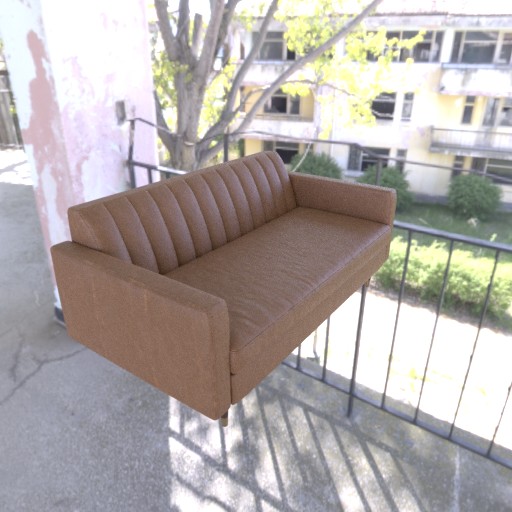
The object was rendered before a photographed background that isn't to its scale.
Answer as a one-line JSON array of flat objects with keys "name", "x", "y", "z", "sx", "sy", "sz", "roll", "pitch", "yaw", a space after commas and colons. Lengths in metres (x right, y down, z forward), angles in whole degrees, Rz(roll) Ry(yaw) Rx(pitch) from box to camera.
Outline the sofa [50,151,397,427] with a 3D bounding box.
[{"name": "sofa", "x": 0.000, "y": 0.000, "z": 2.491, "sx": 0.993, "sy": 0.821, "sz": 1.847, "roll": 17, "pitch": 30, "yaw": 32}]
